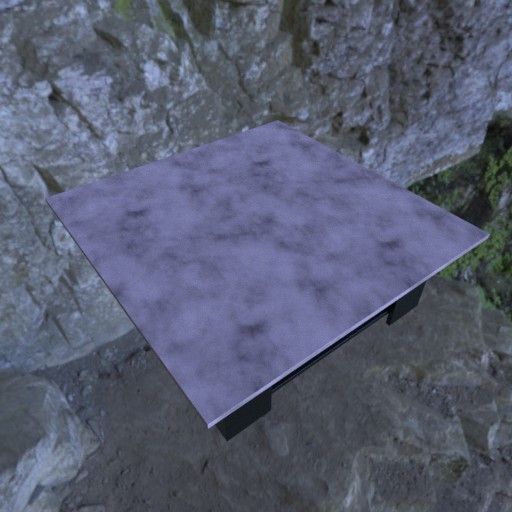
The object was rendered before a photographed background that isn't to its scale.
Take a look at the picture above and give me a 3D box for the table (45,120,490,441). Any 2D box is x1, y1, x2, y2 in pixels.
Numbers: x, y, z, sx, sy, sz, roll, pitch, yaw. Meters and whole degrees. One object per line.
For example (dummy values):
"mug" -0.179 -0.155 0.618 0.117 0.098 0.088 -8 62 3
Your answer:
"table" 0.000 0.000 1.346 0.890 0.305 0.890 -27 48 -27
